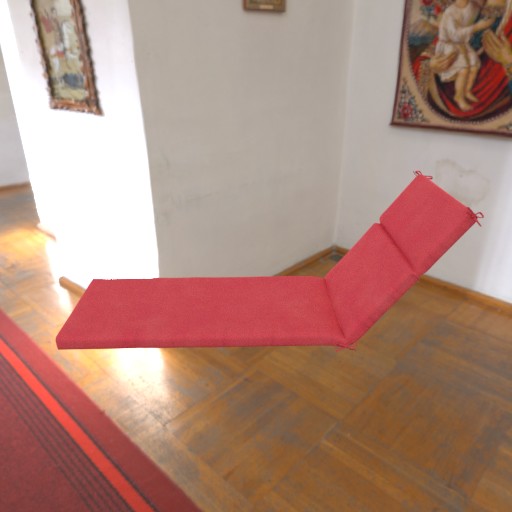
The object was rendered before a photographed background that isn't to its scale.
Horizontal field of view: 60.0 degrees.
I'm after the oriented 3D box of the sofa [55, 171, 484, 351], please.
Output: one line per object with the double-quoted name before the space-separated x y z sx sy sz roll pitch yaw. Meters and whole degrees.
"sofa" 0.000 0.000 1.943 1.663 0.622 0.582 -1 26 -1
